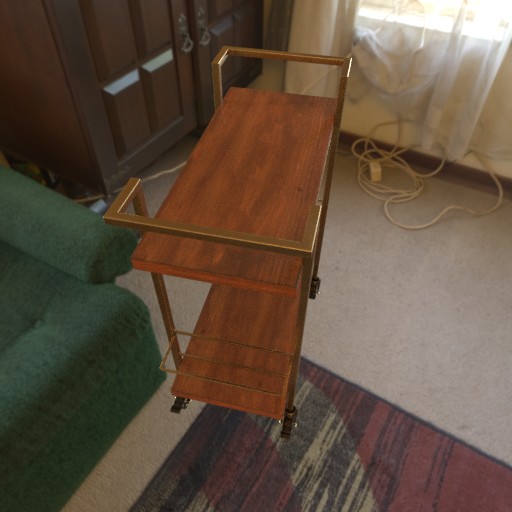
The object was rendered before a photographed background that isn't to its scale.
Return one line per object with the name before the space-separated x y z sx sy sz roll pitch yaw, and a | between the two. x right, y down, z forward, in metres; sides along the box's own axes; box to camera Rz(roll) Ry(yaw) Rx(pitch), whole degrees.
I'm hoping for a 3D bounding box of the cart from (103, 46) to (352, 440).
cart | 0.000 0.000 1.191 0.364 0.807 0.695 10 48 9
